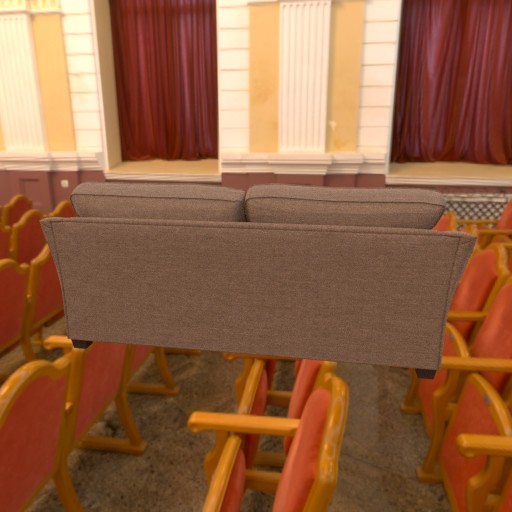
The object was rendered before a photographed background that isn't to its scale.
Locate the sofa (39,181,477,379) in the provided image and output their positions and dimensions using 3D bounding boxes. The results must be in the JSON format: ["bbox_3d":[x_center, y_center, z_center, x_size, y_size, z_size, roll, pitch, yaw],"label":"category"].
[{"bbox_3d":[0.000,0.000,2.750,2.270,0.965,0.980,3,16,9],"label":"sofa"}]
